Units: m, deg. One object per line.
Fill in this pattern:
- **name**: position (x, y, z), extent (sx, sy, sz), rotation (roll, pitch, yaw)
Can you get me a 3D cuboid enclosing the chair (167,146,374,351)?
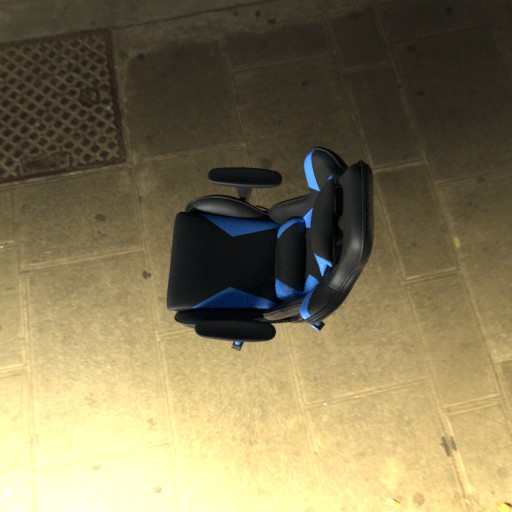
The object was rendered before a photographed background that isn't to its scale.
- **chair**: position (0.000, 0.000, 1.733), extent (0.730, 1.282, 0.695), rotation (3, 76, 1)
